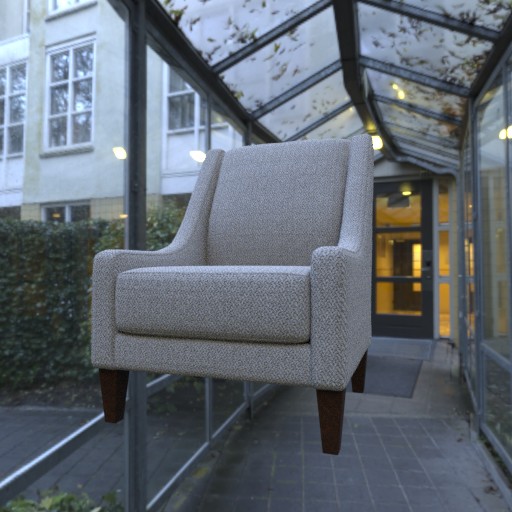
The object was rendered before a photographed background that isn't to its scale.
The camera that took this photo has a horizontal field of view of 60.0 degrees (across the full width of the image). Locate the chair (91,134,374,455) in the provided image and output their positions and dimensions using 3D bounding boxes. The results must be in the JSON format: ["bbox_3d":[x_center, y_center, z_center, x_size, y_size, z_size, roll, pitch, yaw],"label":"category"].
[{"bbox_3d":[0.000,0.000,1.584,0.774,1.014,0.870,0,-1,20],"label":"chair"}]
